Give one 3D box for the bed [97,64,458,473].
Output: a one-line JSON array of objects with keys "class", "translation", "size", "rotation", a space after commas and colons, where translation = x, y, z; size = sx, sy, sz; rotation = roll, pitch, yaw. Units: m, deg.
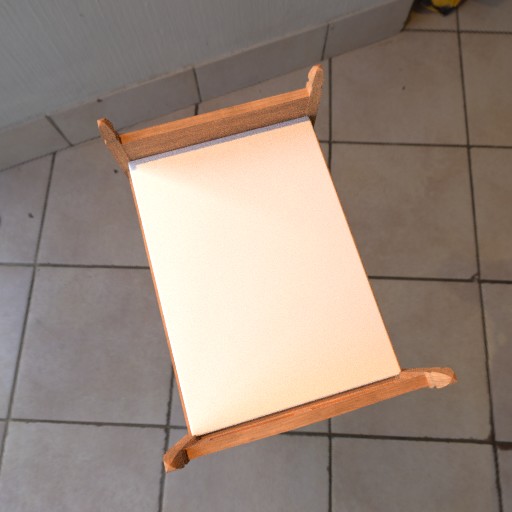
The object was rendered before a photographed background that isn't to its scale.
[{"class": "bed", "translation": [0.000, 0.000, 2.864], "size": [1.490, 1.100, 2.069], "rotation": [-16, 75, -4]}]
